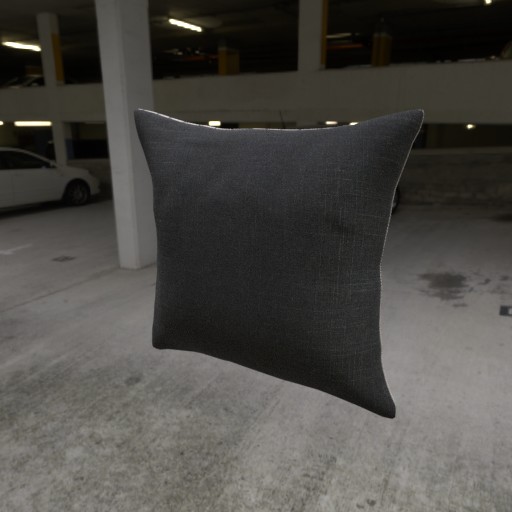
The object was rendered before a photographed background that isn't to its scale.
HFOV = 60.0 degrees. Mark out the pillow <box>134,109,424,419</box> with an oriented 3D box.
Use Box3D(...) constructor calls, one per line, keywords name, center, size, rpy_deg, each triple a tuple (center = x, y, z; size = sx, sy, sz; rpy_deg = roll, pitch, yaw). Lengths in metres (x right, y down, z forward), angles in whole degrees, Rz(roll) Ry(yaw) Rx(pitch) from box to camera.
Box3D(name="pillow", center=(0.000, 0.000, 0.697), size=(0.468, 0.444, 0.138), rpy_deg=(9, 19, 28))
